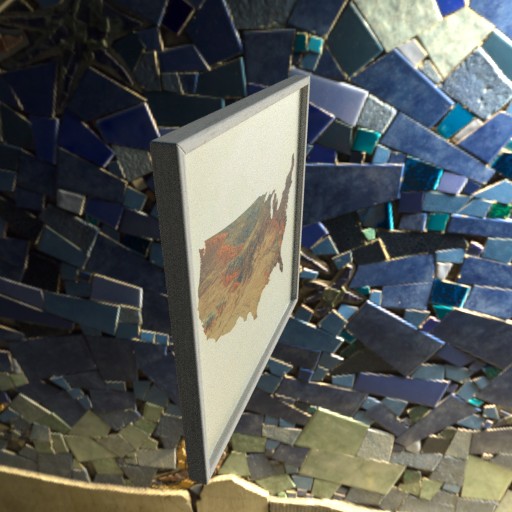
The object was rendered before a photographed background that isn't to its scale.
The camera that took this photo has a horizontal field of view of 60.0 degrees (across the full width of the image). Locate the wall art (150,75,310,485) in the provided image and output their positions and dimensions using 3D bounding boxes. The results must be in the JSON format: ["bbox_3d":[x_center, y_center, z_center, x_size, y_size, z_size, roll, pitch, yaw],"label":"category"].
[{"bbox_3d":[0.000,0.000,1.887,0.078,1.288,1.287,10,31,17],"label":"wall art"}]
